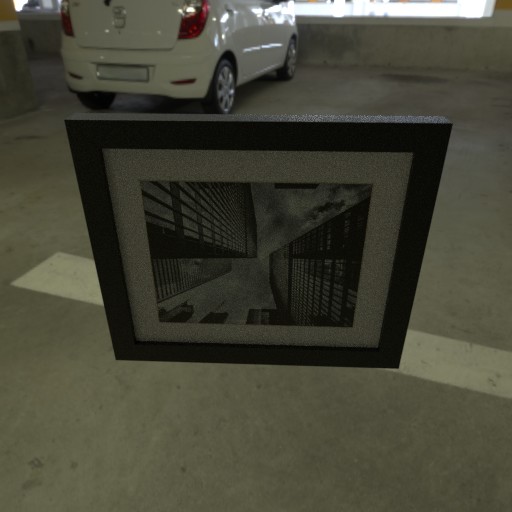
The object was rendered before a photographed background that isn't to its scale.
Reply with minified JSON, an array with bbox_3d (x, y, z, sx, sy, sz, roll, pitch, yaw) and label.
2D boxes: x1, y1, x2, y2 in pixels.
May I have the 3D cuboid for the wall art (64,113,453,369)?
[{"bbox_3d":[0.000,0.000,0.526,0.381,0.321,0.028,1,30,2],"label":"wall art"}]
